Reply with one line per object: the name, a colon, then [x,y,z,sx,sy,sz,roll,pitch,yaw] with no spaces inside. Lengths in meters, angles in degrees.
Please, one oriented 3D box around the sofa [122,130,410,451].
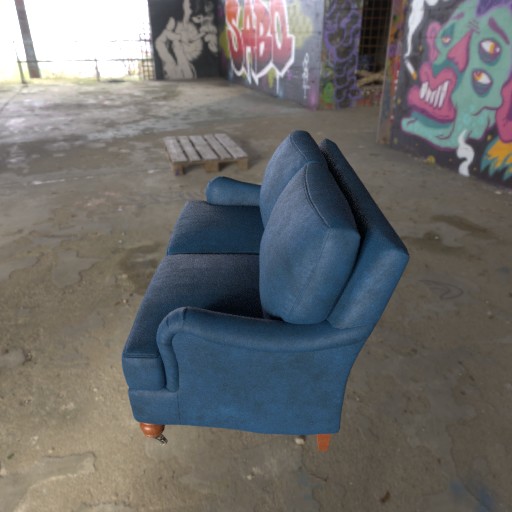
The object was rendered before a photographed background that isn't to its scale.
sofa: [0.000,0.000,2.511,1.084,1.101,1.853,0,27,0]
